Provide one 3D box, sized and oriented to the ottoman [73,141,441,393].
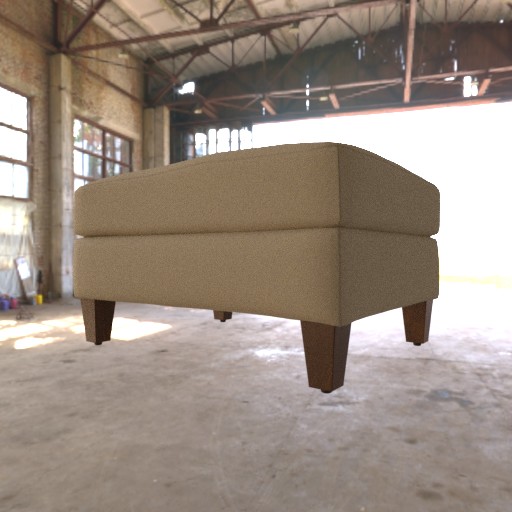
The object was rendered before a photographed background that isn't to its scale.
[{"bbox_3d":[0.000,0.000,1.204,0.818,0.485,0.634,0,0,37],"label":"ottoman"}]
